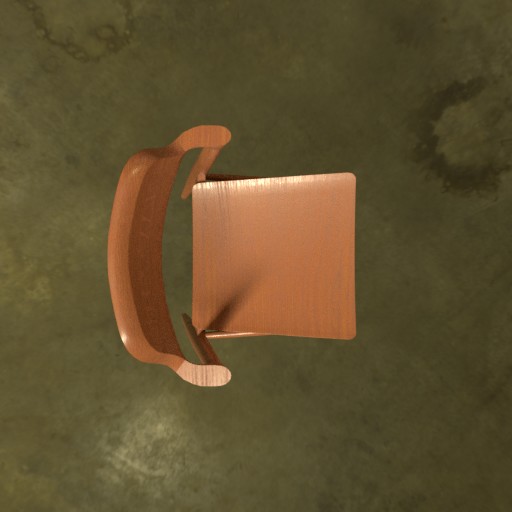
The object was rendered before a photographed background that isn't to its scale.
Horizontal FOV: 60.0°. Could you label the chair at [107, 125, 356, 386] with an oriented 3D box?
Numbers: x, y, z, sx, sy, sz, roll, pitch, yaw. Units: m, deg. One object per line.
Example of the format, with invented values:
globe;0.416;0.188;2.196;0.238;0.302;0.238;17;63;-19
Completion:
chair;0.000;0.000;1.121;0.499;0.801;0.496;0;90;-1
